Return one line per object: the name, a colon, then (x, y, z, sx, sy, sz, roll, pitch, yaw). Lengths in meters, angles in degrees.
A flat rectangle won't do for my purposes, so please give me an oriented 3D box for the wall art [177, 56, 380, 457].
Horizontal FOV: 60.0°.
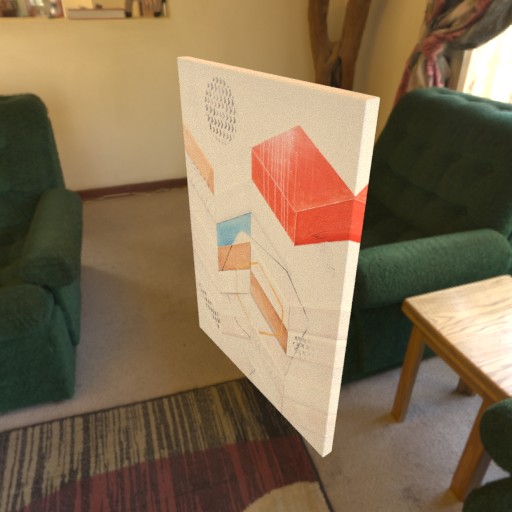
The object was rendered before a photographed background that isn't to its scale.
wall art: (0.000, 0.000, 1.095, 0.036, 0.848, 0.613, -20, 36, -30)
